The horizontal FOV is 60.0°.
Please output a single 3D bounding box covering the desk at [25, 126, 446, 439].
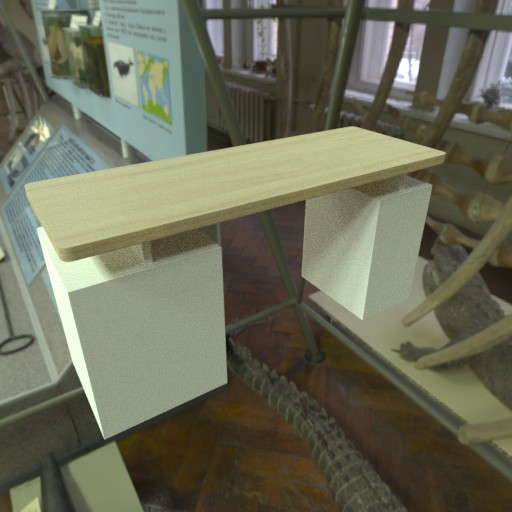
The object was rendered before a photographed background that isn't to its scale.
[{"bbox_3d":[0.000,0.000,1.821,1.500,0.755,0.550,-18,34,-28],"label":"desk"}]
